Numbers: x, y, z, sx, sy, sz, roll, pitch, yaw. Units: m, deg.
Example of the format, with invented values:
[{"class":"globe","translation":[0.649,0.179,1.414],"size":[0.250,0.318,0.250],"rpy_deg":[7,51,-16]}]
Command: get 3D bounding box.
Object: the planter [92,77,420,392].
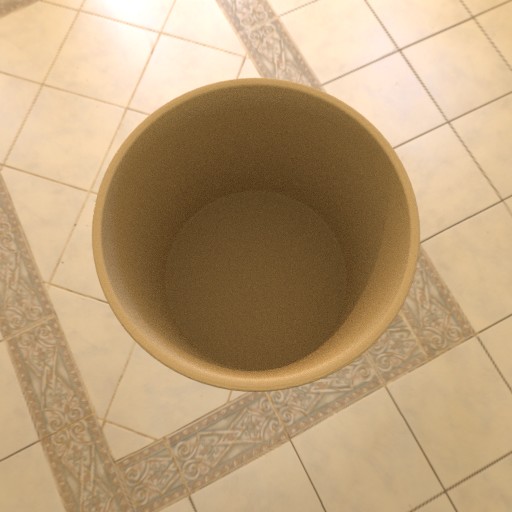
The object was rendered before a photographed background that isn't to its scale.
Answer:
[{"class":"planter","translation":[0.000,0.000,0.397],"size":[0.221,0.201,0.221],"rpy_deg":[0,76,0]}]
